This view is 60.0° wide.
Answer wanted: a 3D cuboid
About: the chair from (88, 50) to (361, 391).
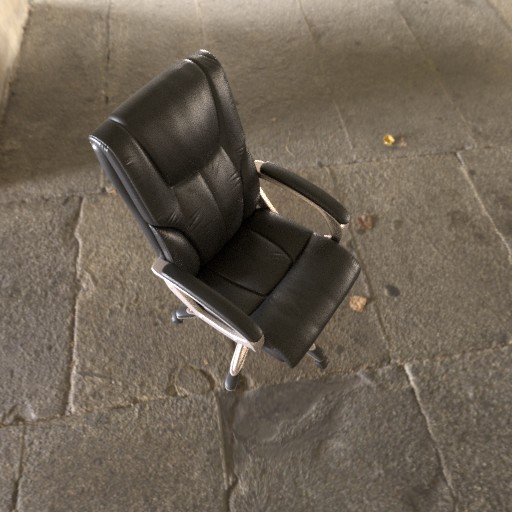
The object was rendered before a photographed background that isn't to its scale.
[{"bbox_3d":[0.000,0.000,1.605,0.780,1.145,0.700,32,64,18],"label":"chair"}]
